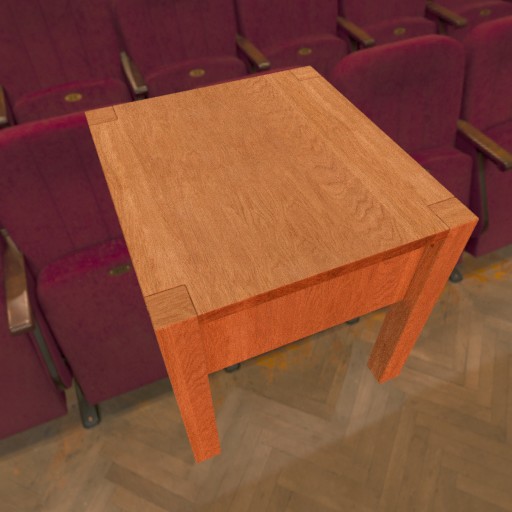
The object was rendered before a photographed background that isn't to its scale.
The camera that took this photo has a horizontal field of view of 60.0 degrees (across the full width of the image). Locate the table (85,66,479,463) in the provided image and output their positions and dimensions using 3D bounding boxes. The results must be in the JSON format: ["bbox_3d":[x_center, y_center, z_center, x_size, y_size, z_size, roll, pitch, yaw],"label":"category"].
[{"bbox_3d":[0.000,0.000,0.843,0.440,0.450,0.480,-18,51,-15],"label":"table"}]
